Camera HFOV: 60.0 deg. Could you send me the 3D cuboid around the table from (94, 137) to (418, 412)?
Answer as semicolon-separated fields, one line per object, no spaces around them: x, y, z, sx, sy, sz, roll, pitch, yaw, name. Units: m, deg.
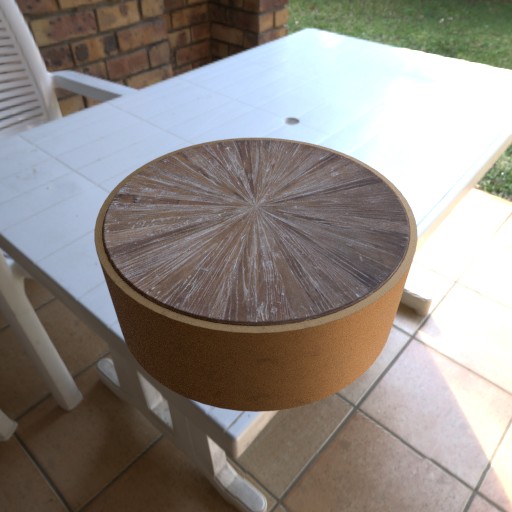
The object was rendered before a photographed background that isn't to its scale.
0.000;0.000;1.553;1.001;0.409;1.001;0;41;0;table
